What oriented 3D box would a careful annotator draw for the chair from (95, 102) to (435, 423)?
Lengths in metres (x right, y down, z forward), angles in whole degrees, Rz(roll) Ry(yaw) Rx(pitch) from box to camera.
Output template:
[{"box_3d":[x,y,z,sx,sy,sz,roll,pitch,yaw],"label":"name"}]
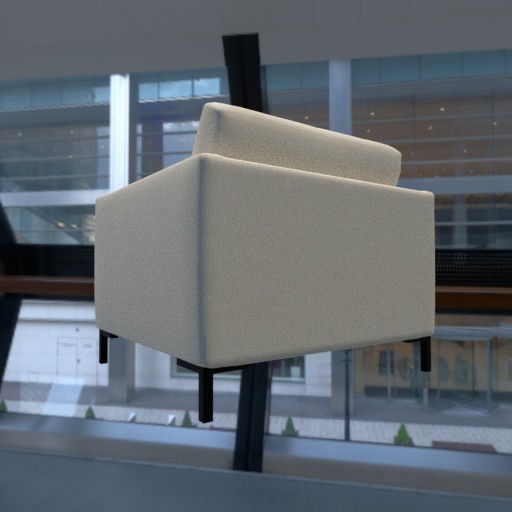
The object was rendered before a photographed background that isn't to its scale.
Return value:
[{"box_3d":[0.000,0.000,1.628,0.964,0.806,0.875,1,-2,-36],"label":"chair"}]
